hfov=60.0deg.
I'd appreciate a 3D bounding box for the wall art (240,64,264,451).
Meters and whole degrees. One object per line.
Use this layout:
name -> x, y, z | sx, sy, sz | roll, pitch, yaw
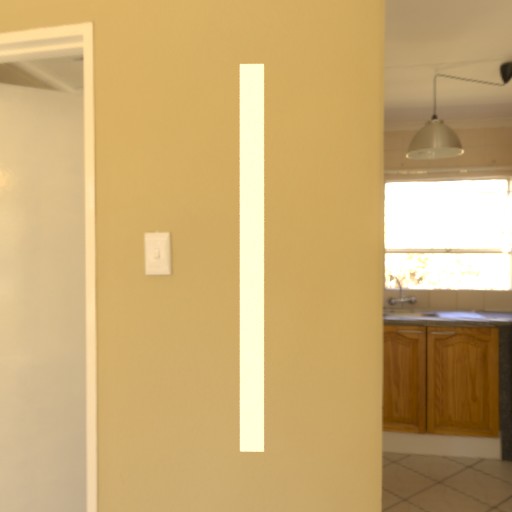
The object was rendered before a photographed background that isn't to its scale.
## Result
wall art -> 0.000, 0.000, 1.153 | 0.038, 0.609, 0.914 | 0, 0, 1
